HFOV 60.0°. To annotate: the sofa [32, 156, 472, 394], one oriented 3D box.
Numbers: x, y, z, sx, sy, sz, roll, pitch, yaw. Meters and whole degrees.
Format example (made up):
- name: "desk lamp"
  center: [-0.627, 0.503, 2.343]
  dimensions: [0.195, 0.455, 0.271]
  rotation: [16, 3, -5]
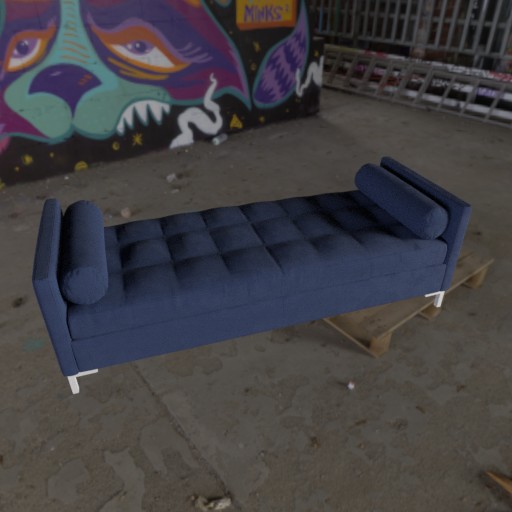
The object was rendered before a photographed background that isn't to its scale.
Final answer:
- name: "sofa"
  center: [0.000, 0.000, 2.453]
  dimensions: [2.102, 0.657, 0.797]
  rotation: [-10, 34, -15]
